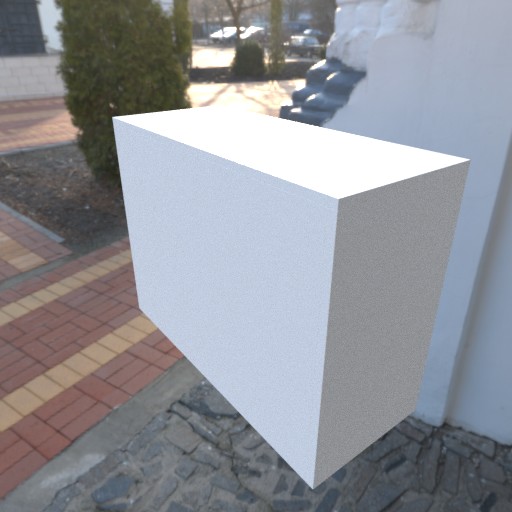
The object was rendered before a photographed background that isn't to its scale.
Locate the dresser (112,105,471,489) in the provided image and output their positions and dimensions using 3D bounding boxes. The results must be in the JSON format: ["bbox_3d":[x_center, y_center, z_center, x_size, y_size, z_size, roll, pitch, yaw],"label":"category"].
[{"bbox_3d":[0.000,0.000,1.516,0.460,0.820,1.100,-19,33,-33],"label":"dresser"}]
